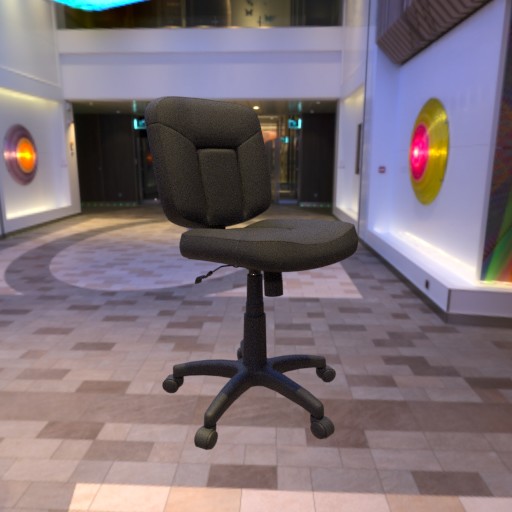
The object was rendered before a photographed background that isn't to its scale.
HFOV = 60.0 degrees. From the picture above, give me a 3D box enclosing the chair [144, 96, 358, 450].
[{"bbox_3d":[0.000,0.000,1.365,0.610,0.972,0.610,-12,17,-43],"label":"chair"}]
